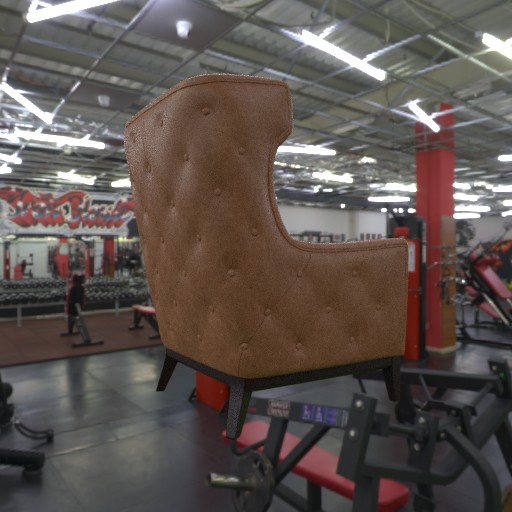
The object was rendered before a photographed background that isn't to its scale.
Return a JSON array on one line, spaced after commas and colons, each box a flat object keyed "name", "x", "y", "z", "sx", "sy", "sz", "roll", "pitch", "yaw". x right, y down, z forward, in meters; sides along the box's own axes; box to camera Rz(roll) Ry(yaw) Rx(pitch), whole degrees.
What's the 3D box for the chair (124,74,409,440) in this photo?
[{"name": "chair", "x": 0.000, "y": 0.000, "z": 1.702, "sx": 0.899, "sy": 1.079, "sz": 0.766, "roll": 0, "pitch": 0, "yaw": -35}]
